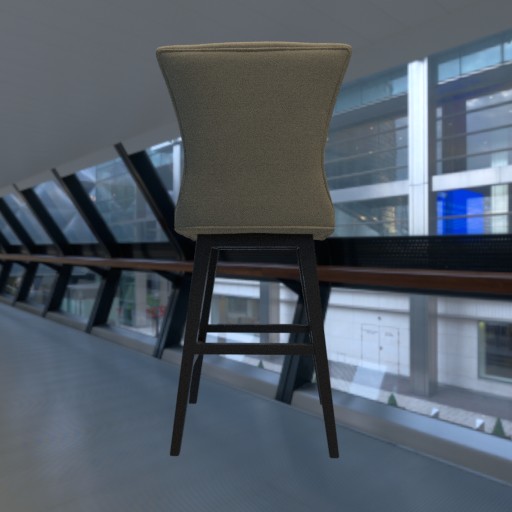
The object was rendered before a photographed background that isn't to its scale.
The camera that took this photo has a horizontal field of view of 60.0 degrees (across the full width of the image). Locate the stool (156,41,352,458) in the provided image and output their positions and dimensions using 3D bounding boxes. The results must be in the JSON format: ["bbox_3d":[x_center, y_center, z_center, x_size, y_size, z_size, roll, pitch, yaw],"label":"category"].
[{"bbox_3d":[0.000,0.000,1.374,0.514,1.086,0.574,0,-1,2],"label":"stool"}]
